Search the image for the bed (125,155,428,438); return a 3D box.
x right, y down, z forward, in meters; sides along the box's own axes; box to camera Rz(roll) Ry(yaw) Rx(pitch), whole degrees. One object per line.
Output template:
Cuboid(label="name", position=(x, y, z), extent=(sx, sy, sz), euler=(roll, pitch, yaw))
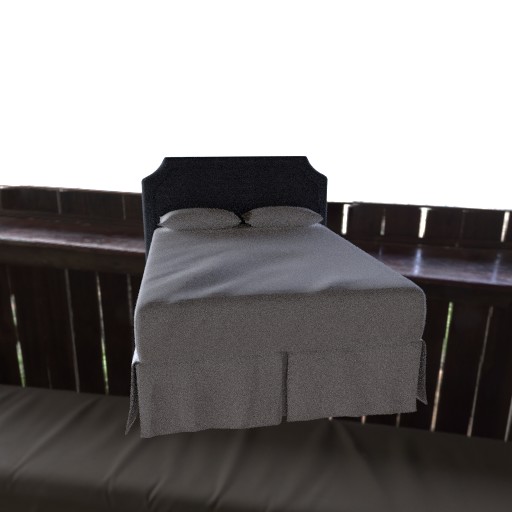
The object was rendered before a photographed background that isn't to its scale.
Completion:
Cuboid(label="bed", position=(0.000, 0.000, 3.138), extent=(1.693, 1.290, 2.116), euler=(-3, 16, -9))
